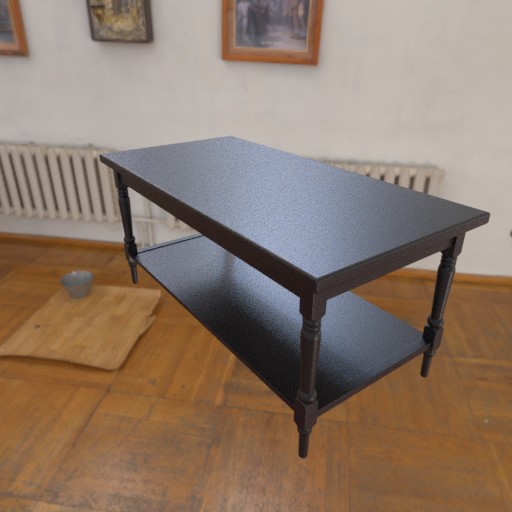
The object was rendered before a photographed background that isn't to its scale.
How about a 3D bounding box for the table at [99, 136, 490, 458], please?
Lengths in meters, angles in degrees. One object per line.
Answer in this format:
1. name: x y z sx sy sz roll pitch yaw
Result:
1. table: 0.000 0.000 1.401 0.550 0.510 1.107 -18 31 -32
